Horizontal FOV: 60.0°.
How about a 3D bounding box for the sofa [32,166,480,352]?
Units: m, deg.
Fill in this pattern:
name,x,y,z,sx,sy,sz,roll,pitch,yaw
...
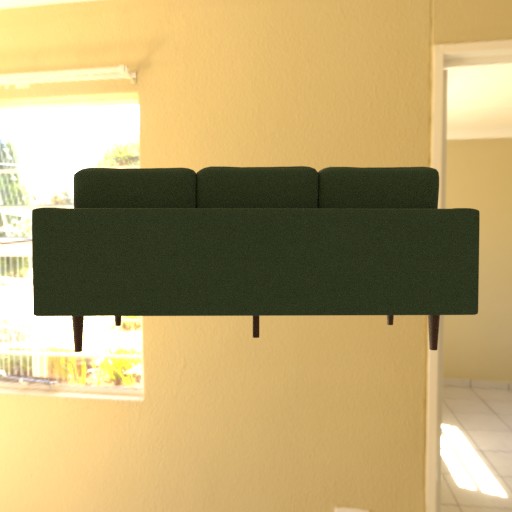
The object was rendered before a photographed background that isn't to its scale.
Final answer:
name,x,y,z,sx,sy,sz,roll,pitch,yaw
sofa,0.000,0.000,2.446,2.029,0.899,0.879,0,2,-1
